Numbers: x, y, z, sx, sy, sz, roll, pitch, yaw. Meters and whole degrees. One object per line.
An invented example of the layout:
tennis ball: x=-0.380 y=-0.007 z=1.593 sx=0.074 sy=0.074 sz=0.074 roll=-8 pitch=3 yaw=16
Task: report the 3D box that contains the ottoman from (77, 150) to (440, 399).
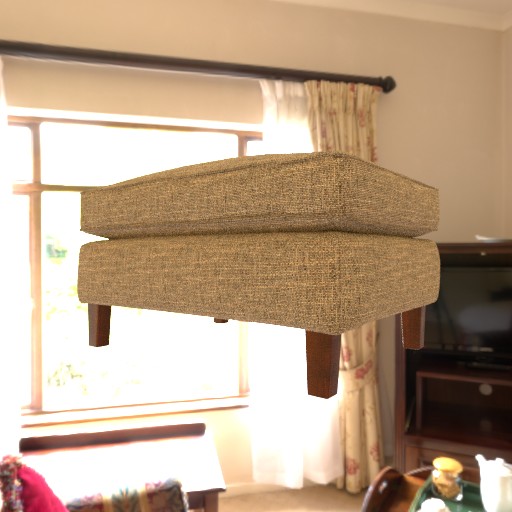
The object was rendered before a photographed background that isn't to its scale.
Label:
ottoman: x=0.000 y=0.000 z=0.986 sx=0.686 sy=0.406 sz=0.508 roll=0 pitch=0 yaw=37
